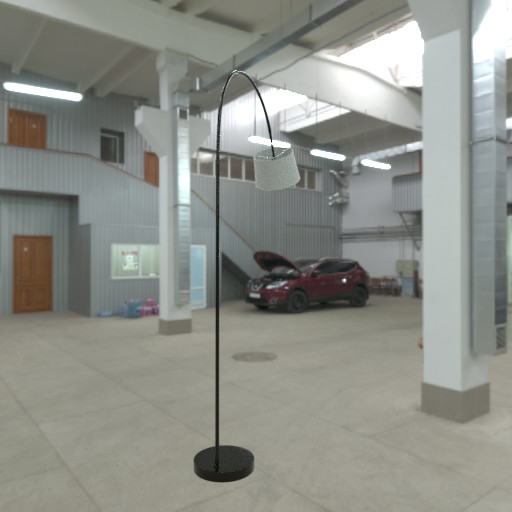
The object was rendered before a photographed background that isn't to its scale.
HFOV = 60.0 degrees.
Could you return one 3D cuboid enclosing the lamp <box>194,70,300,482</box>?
[{"bbox_3d":[0.000,0.000,2.713,0.331,2.104,1.363,0,0,17],"label":"lamp"}]
